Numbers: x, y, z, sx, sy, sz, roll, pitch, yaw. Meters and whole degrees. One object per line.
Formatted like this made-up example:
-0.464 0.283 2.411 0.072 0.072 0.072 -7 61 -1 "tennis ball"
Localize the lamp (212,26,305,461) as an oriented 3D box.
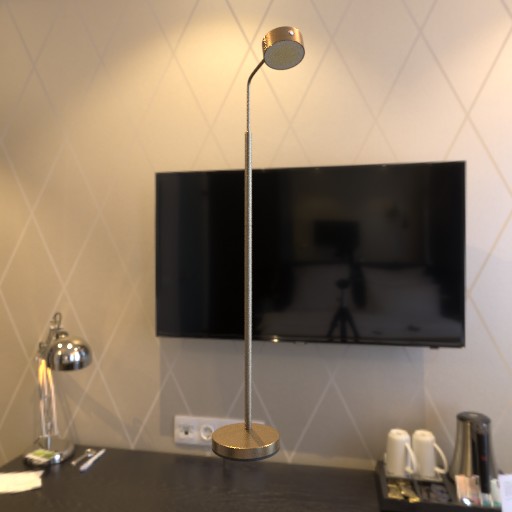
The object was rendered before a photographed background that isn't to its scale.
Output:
0.000 0.000 1.353 0.219 1.230 0.418 0 -1 -19 "lamp"
